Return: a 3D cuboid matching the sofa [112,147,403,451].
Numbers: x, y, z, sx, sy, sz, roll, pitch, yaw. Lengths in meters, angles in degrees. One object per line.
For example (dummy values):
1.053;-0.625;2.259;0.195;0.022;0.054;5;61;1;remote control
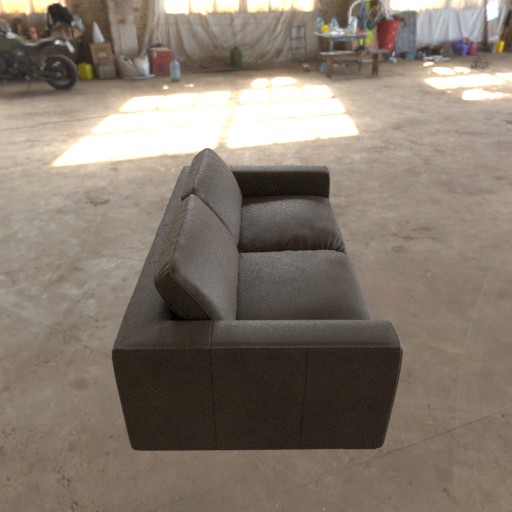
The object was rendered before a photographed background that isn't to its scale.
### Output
0.000;0.000;2.449;1.070;0.800;1.920;0;31;0;sofa
